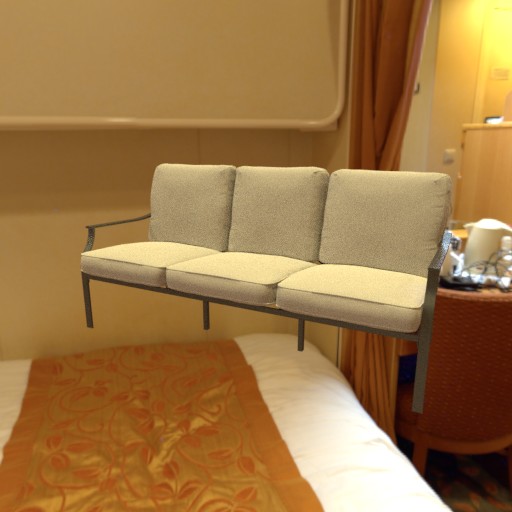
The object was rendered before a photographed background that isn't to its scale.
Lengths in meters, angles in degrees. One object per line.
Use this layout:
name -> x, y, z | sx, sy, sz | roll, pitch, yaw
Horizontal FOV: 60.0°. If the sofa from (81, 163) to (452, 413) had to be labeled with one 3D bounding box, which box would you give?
sofa -> 0.000, 0.000, 2.222 | 1.740, 0.860, 0.787 | 7, 17, 26
